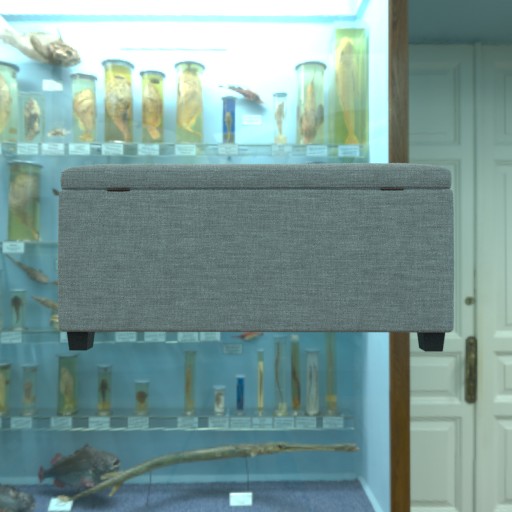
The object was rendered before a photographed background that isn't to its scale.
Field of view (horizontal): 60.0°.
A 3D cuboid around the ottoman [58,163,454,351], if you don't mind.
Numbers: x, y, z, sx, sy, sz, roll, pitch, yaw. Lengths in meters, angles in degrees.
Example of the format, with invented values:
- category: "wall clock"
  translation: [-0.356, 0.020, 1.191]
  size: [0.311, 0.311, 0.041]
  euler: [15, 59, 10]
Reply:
- category: "ottoman"
  translation: [0.000, 0.000, 1.177]
  size: [0.902, 0.432, 0.419]
  euler: [0, -1, 1]
